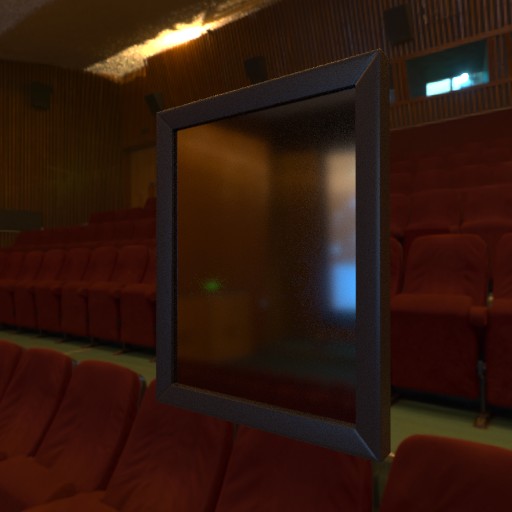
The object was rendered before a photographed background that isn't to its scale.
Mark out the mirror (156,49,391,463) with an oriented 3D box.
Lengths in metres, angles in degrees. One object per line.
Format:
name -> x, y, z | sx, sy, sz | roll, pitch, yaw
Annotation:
mirror -> 0.000, 0.000, 0.677 | 0.405, 0.508, 0.041 | 0, -1, 36
